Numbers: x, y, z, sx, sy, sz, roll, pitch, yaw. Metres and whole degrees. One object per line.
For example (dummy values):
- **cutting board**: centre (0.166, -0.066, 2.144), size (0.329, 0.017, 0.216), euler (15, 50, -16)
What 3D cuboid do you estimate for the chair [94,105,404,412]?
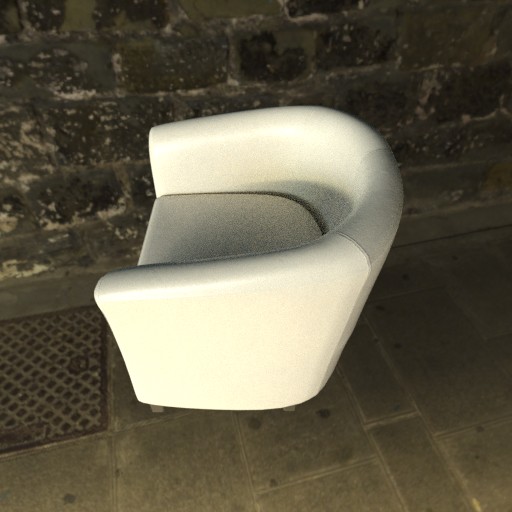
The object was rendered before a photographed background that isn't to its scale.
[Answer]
- **chair**: centre (0.000, 0.000, 1.398), size (0.727, 0.756, 0.792), euler (0, 44, 0)
